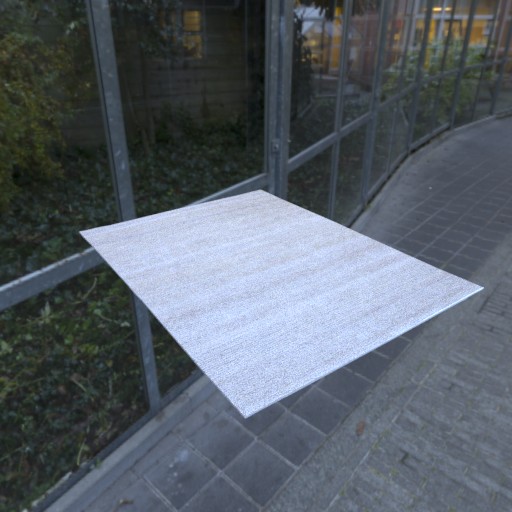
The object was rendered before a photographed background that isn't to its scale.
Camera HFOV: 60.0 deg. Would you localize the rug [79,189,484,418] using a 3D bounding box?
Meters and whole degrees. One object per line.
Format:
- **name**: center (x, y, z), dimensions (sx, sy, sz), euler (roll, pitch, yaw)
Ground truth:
- **rug**: center (0.000, 0.000, 4.307), dimensions (2.467, 0.046, 3.245), euler (-18, 32, -31)
